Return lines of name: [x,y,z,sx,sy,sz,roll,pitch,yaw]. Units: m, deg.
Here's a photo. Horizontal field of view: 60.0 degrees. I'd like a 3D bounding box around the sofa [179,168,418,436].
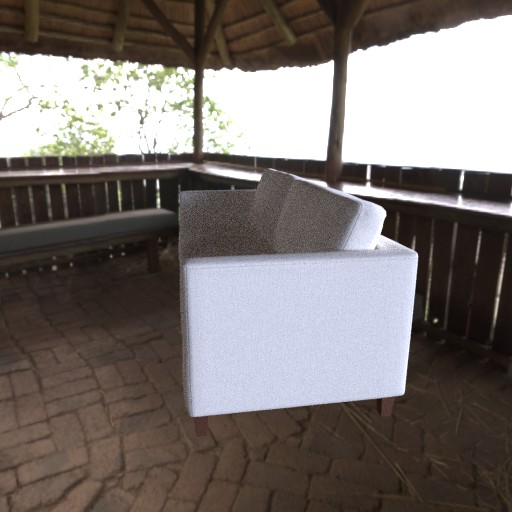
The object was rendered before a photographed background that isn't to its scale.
sofa: [0.000,0.000,2.668,0.924,0.933,2.139,-3,15,-9]
